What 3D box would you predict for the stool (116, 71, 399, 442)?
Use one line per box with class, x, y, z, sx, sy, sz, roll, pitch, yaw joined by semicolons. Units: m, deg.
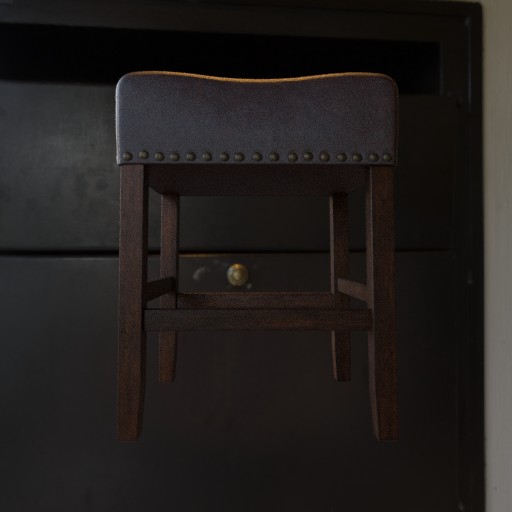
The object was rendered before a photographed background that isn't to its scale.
stool;0.000;0.000;0.912;0.465;0.608;0.397;0;0;-1
